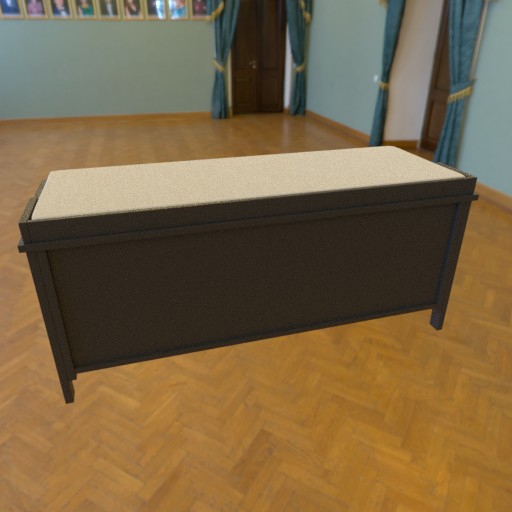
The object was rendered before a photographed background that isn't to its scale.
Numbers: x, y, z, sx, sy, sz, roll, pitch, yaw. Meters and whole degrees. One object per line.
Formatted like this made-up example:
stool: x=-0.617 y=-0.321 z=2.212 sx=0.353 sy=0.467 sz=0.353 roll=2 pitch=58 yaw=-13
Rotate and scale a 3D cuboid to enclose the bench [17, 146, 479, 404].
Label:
bench: x=0.000 y=0.000 z=1.317 sx=1.140 sy=0.501 sz=0.398 roll=-8 pitch=28 yaw=-14
